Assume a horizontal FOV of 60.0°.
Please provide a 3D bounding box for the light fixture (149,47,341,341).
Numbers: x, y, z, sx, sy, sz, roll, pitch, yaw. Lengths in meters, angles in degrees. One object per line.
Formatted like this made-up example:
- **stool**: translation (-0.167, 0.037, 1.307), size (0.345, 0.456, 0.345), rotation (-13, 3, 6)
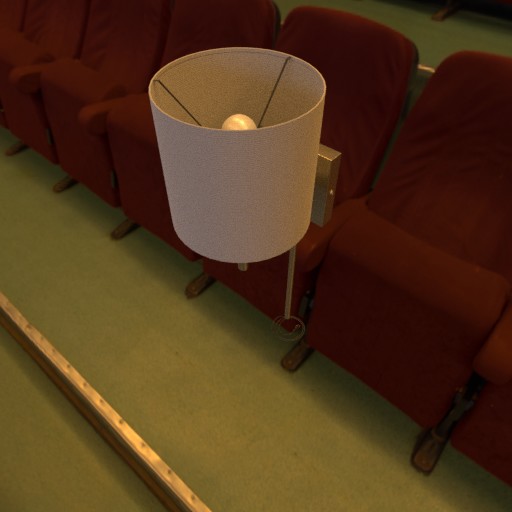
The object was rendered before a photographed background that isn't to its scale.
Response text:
- **light fixture**: translation (0.000, 0.000, 0.704), size (0.188, 0.589, 0.248), rotation (32, 55, 26)
